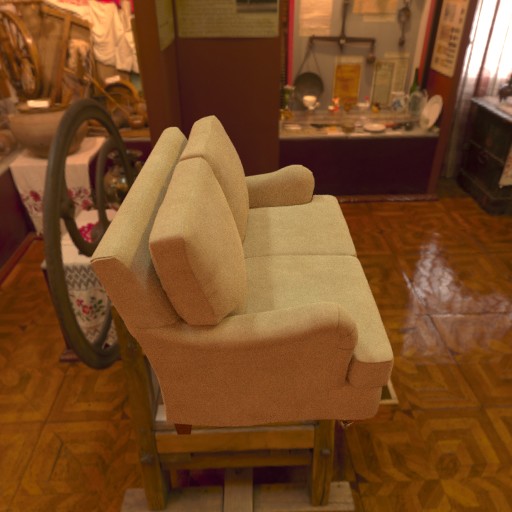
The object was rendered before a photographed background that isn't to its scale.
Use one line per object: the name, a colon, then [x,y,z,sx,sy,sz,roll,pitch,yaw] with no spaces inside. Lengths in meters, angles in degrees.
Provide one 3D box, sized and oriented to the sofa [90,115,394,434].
sofa: [0.000,0.000,2.263,1.086,1.087,1.498,0,33,0]
